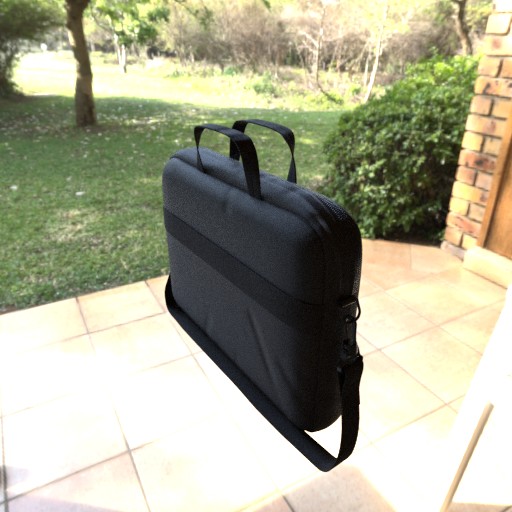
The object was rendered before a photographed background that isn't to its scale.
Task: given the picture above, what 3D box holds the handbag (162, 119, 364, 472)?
[{"bbox_3d":[0.000,0.000,0.426,0.089,0.244,0.320,-17,32,-31],"label":"handbag"}]
